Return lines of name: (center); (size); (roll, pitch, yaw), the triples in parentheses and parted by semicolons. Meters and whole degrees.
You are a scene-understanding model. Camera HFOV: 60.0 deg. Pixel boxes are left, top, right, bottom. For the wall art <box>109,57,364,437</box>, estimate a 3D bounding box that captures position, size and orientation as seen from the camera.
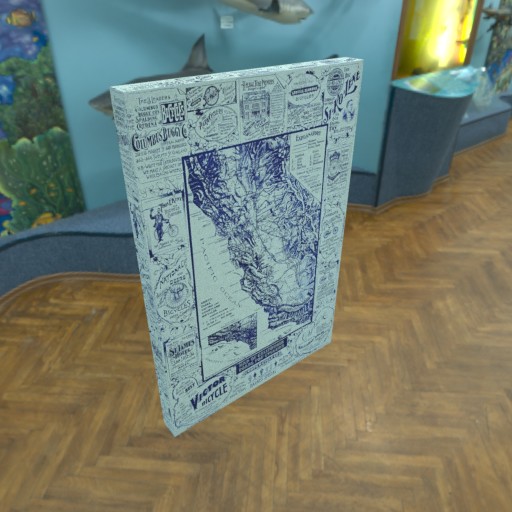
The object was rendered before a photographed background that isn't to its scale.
wall art: (0.000, 0.000, 0.482); (0.255, 0.376, 0.025); (-22, 38, -32)
